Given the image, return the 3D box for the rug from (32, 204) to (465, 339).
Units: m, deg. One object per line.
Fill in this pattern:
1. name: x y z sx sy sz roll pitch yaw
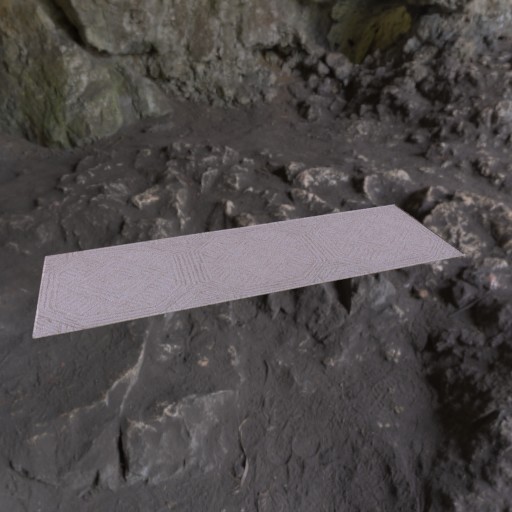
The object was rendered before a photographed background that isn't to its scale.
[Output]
1. rug: 0.000 0.000 2.707 2.452 0.012 0.775 -10 33 -15
